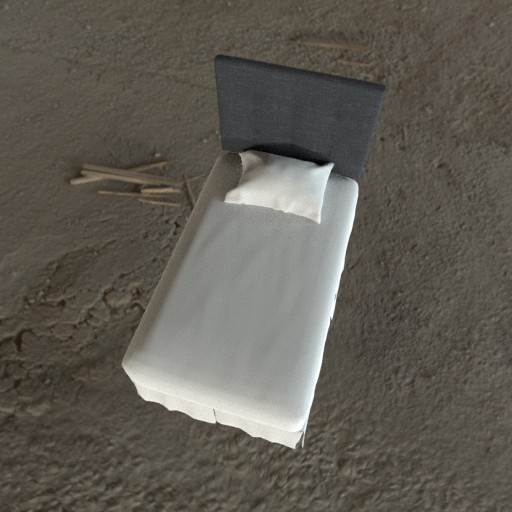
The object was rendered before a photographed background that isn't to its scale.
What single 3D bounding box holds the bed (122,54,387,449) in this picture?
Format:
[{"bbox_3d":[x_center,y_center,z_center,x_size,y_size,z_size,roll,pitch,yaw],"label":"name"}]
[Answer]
[{"bbox_3d":[0.000,0.000,3.027,1.261,1.571,1.997,14,59,9],"label":"bed"}]
